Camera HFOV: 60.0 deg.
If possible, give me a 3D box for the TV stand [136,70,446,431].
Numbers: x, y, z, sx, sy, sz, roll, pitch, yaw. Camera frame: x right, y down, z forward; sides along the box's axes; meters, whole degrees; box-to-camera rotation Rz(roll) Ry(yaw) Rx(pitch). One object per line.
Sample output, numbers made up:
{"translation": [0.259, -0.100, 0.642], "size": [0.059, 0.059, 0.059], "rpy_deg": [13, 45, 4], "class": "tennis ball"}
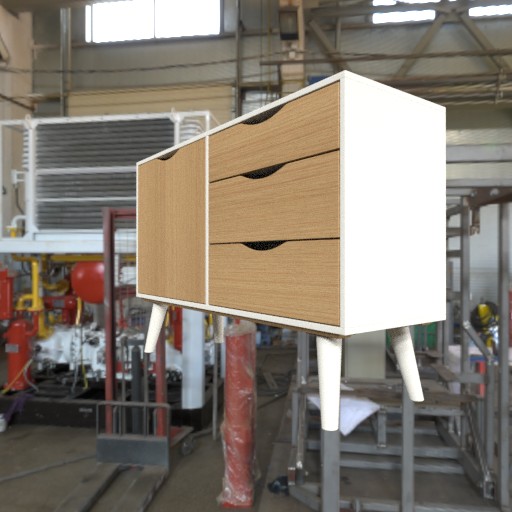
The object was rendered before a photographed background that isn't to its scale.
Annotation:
{"translation": [0.000, 0.000, 1.569], "size": [0.406, 0.812, 1.193], "rpy_deg": [0, 0, -37], "class": "TV stand"}
